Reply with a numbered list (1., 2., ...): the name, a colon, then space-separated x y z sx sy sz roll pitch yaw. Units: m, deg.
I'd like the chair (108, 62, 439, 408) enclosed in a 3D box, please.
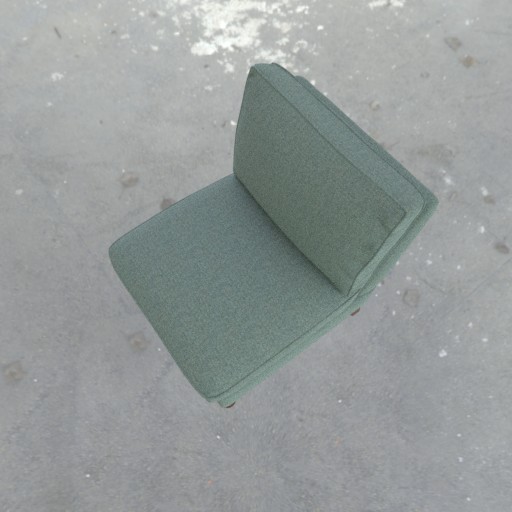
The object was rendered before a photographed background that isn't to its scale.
1. chair: 0.000 0.000 1.456 0.796 0.901 0.624 -34 69 -15
